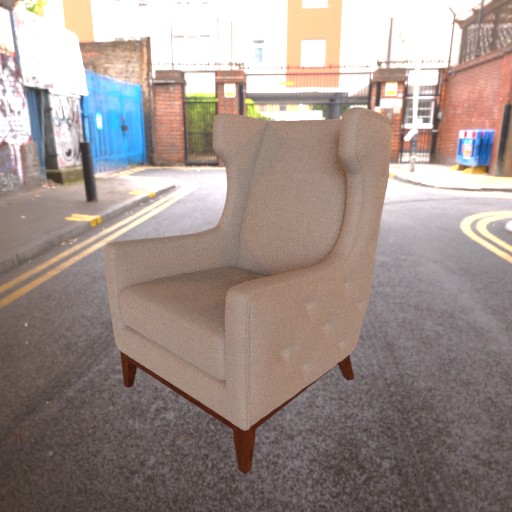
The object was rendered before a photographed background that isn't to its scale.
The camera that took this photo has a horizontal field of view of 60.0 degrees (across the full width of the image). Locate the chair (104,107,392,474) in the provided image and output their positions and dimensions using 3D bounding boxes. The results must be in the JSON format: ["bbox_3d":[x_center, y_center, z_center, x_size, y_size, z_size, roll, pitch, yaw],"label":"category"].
[{"bbox_3d":[0.000,0.000,1.710,0.778,1.079,0.899,15,21,42],"label":"chair"}]
